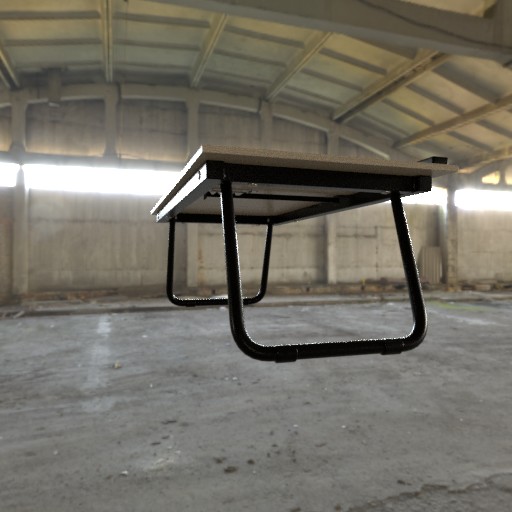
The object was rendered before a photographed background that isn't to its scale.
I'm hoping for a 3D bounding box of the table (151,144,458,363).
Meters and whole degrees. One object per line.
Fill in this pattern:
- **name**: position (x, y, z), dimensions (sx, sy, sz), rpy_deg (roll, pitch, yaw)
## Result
- **table**: position (0.000, 0.000, 0.805), dimensions (0.322, 0.242, 0.644), rpy_deg (0, -1, -18)
